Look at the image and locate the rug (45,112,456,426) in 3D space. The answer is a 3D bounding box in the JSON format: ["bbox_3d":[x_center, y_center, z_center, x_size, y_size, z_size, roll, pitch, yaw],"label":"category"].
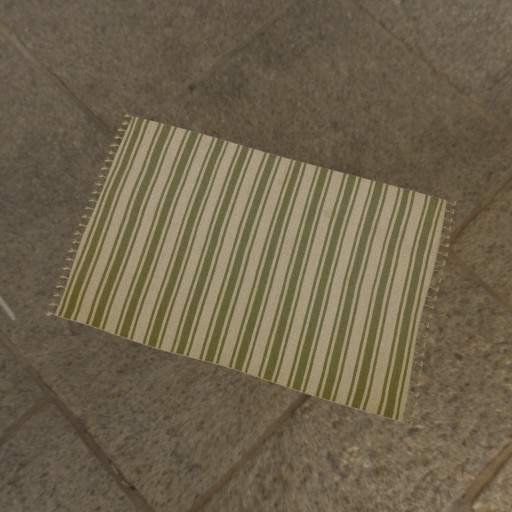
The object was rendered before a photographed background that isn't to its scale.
[{"bbox_3d":[0.000,0.000,2.265,1.875,0.013,1.162,16,77,4],"label":"rug"}]
